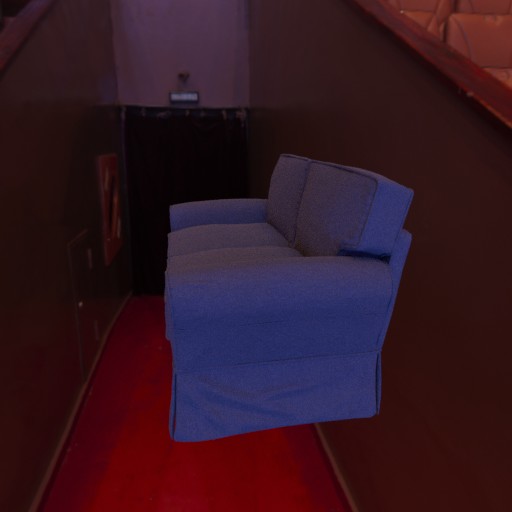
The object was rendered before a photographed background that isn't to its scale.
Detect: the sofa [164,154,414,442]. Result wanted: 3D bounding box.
[{"bbox_3d":[0.000,0.000,2.482,0.997,1.059,1.801,-3,16,-10],"label":"sofa"}]
